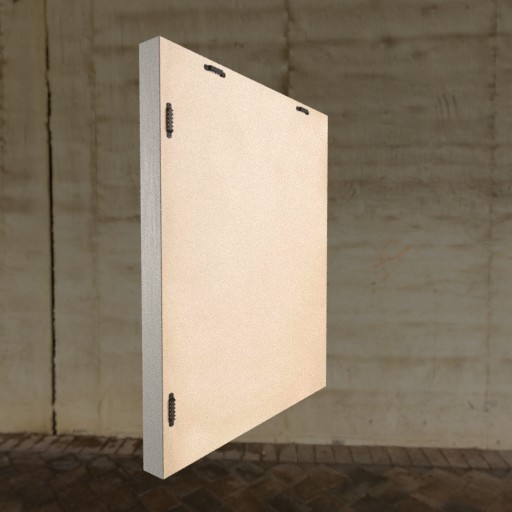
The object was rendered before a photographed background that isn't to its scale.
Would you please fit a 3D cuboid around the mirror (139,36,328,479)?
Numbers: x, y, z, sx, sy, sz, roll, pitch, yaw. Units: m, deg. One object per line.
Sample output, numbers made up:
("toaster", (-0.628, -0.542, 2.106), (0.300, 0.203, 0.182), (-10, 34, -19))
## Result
("mirror", (0.000, 0.000, 0.678), (0.041, 0.508, 0.405), (2, 3, 36))
